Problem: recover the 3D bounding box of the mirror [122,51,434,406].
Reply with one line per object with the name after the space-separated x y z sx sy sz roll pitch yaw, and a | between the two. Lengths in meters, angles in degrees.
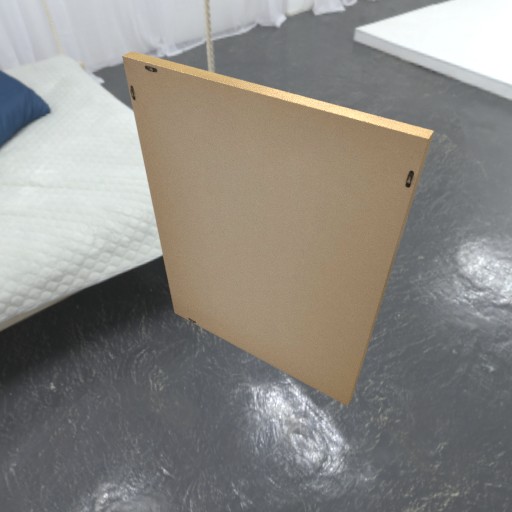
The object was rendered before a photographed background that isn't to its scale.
0.000 0.000 1.316 0.762 1.016 0.041 24 49 22 | mirror
